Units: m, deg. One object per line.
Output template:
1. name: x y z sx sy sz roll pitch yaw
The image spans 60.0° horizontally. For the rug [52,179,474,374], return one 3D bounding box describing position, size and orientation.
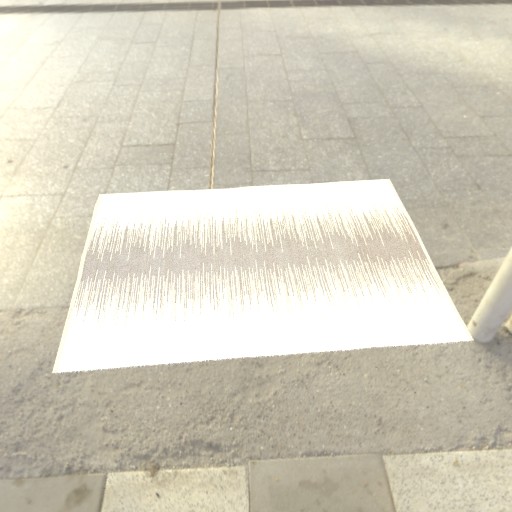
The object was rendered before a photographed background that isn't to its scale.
1. rug: 0.000 0.000 2.315 1.815 0.007 1.226 -4 45 -4
